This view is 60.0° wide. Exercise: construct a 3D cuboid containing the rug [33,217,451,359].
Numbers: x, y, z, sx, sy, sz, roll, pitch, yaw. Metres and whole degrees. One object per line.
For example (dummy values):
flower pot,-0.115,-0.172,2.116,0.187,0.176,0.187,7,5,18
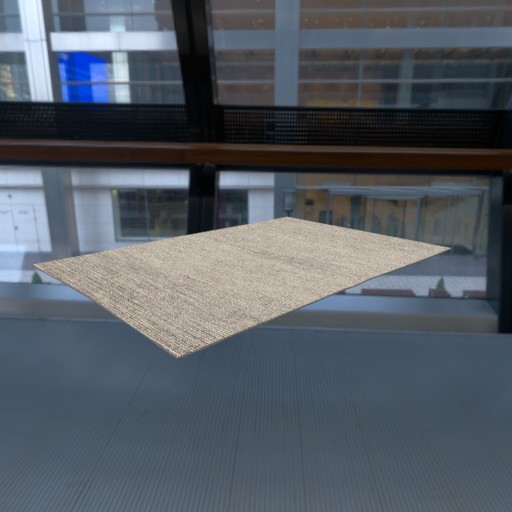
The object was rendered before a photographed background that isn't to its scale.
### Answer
rug,0.000,0.000,2.945,2.307,0.030,1.604,-14,21,-41
